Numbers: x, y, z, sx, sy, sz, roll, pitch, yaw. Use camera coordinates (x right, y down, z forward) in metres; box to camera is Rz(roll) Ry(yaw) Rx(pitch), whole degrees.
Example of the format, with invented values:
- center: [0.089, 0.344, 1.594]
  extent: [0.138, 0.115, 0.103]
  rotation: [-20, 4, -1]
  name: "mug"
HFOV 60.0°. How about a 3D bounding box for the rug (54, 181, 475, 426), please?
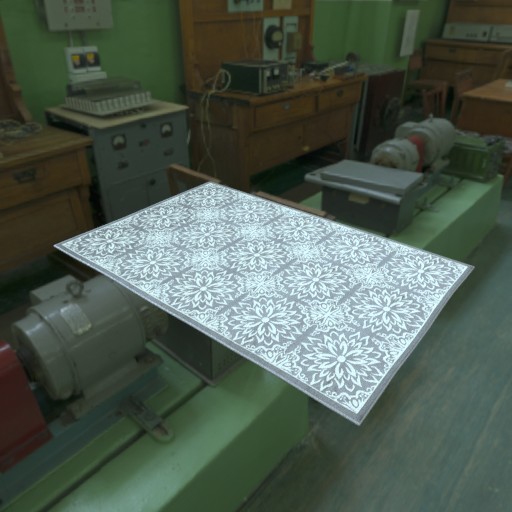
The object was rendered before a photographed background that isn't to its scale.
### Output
- center: [0.000, 0.000, 3.448]
  extent: [2.746, 0.018, 1.819]
  rotation: [23, 38, 33]
  name: "rug"
